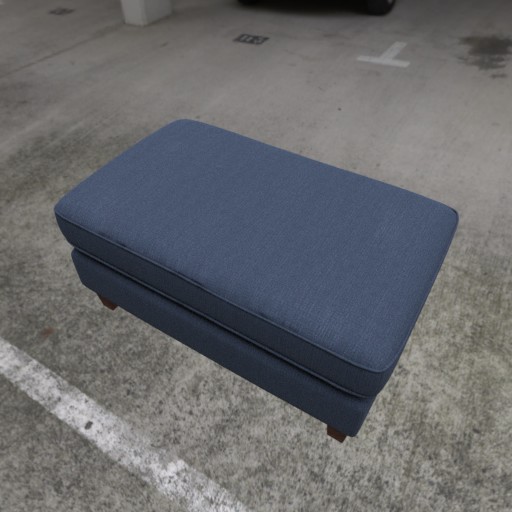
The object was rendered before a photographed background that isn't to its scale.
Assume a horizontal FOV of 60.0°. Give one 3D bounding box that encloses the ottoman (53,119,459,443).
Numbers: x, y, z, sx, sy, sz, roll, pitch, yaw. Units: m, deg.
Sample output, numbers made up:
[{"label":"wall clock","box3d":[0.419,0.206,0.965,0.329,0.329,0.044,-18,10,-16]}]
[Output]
[{"label":"ottoman","box3d":[0.000,0.000,1.213,0.885,0.438,0.570,24,51,22]}]
